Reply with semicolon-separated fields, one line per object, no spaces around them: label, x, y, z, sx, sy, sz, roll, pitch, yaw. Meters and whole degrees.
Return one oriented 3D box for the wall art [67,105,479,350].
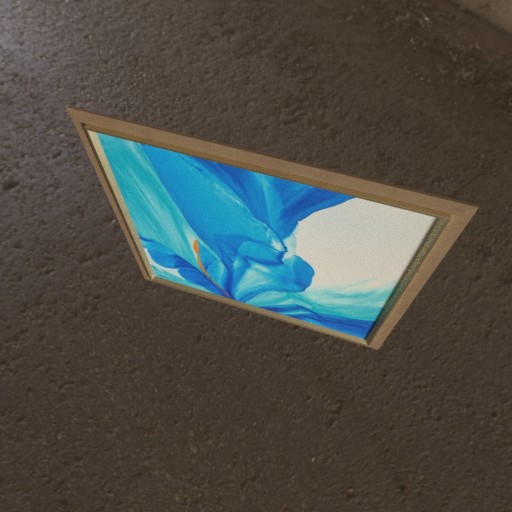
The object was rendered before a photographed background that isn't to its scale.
wall art;0.000;0.000;1.656;1.168;1.067;0.025;16;60;9
